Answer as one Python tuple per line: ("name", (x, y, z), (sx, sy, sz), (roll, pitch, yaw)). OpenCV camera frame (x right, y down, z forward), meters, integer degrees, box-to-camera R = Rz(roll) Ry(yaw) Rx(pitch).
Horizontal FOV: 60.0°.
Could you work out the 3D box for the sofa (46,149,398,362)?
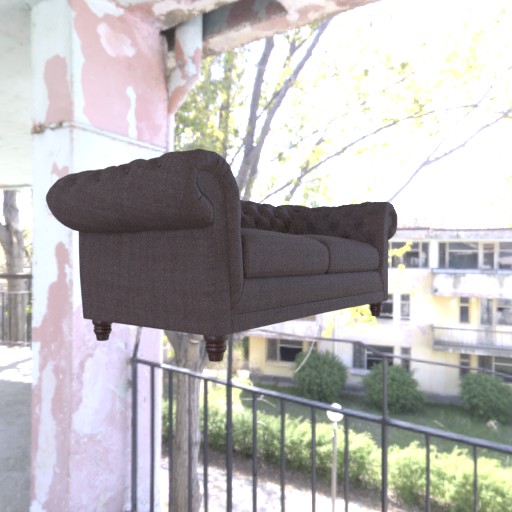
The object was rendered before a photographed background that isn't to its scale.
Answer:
("sofa", (0.000, 0.000, 2.503), (0.944, 0.780, 2.048), (0, 0, 36))
